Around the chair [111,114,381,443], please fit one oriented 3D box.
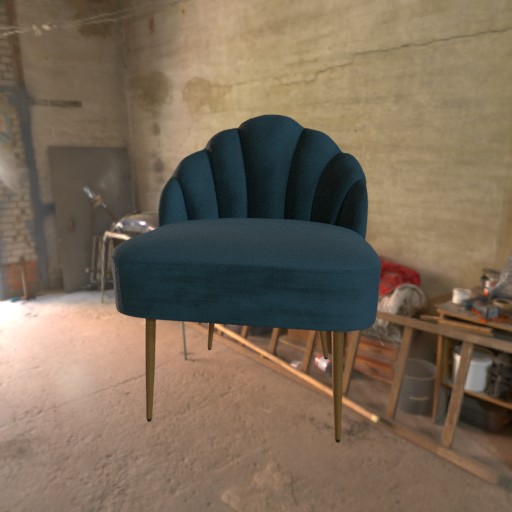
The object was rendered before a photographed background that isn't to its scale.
[{"bbox_3d":[0.000,0.000,1.276,0.657,0.819,0.599,2,14,10],"label":"chair"}]
